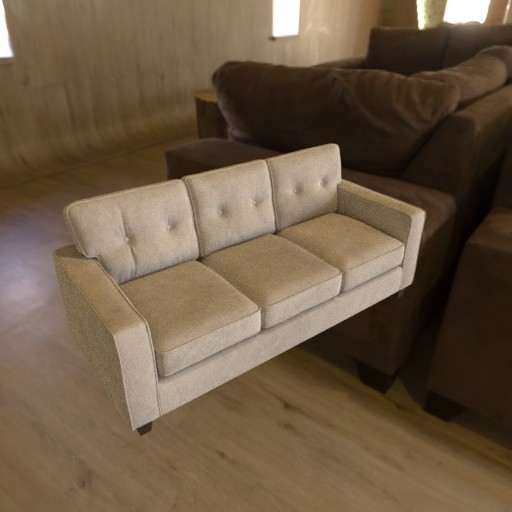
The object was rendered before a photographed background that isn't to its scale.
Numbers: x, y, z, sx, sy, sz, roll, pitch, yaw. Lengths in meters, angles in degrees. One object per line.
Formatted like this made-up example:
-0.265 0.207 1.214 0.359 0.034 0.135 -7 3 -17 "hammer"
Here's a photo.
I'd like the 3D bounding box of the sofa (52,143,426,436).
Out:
0.000 0.000 2.727 2.133 0.965 0.939 -20 35 -31 "sofa"
